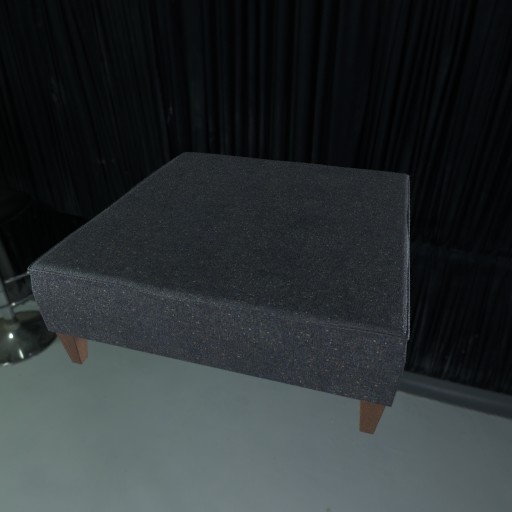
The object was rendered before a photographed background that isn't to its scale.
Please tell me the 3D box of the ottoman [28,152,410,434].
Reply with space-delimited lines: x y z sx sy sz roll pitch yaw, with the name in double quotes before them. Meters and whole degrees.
"ottoman" 0.000 0.000 1.534 0.968 0.382 1.004 9 33 14
